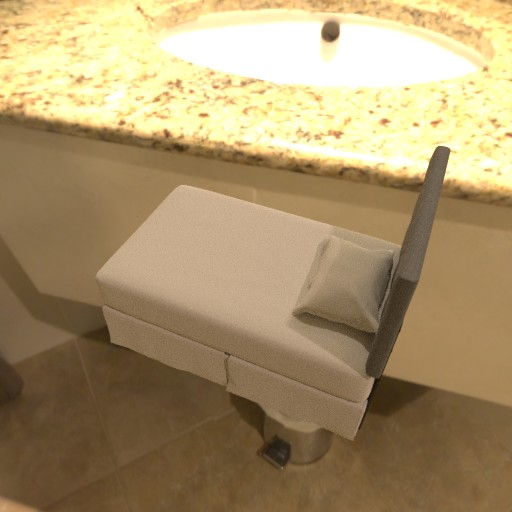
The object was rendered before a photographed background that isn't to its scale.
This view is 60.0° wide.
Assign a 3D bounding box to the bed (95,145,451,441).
[{"bbox_3d":[0.000,0.000,3.030,1.997,1.571,1.261,18,48,16],"label":"bed"}]
